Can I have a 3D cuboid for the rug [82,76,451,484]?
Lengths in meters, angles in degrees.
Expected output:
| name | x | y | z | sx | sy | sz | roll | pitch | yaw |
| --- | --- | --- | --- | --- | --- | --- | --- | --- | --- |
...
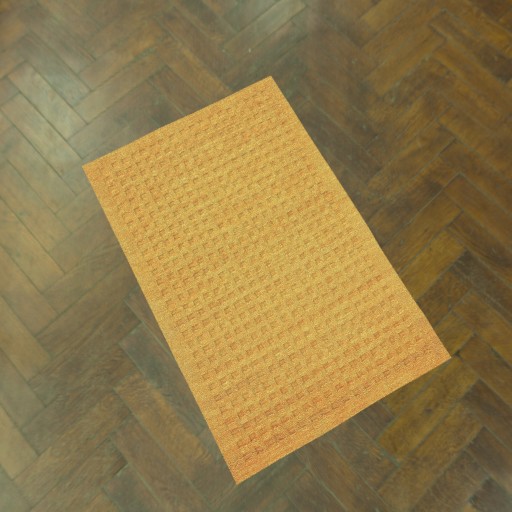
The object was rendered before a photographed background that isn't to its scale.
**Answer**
| name | x | y | z | sx | sy | sz | roll | pitch | yaw |
| --- | --- | --- | --- | --- | --- | --- | --- | --- | --- |
| rug | 0.000 | 0.000 | 2.209 | 1.143 | 0.006 | 1.747 | -28 | 77 | -7 |
